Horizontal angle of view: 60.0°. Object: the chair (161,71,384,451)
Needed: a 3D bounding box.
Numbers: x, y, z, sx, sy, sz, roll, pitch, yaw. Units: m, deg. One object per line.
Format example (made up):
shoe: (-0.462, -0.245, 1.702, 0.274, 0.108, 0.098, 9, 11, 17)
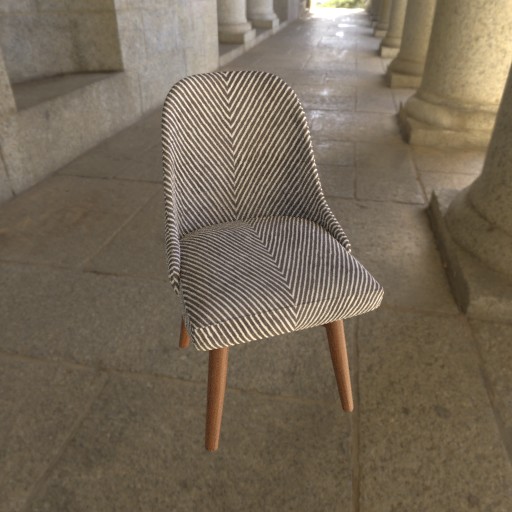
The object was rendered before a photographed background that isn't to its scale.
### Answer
chair: (0.000, 0.000, 1.253, 0.504, 0.883, 0.591, -10, 34, -15)
